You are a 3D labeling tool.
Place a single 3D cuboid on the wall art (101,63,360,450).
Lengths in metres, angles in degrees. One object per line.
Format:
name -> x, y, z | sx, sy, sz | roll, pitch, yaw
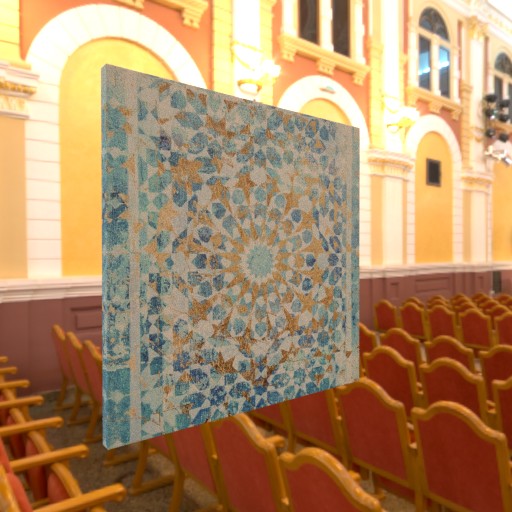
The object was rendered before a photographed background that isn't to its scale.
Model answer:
wall art -> 0.000, 0.000, 1.341 | 0.916, 0.916, 0.040 | -1, 1, -37
